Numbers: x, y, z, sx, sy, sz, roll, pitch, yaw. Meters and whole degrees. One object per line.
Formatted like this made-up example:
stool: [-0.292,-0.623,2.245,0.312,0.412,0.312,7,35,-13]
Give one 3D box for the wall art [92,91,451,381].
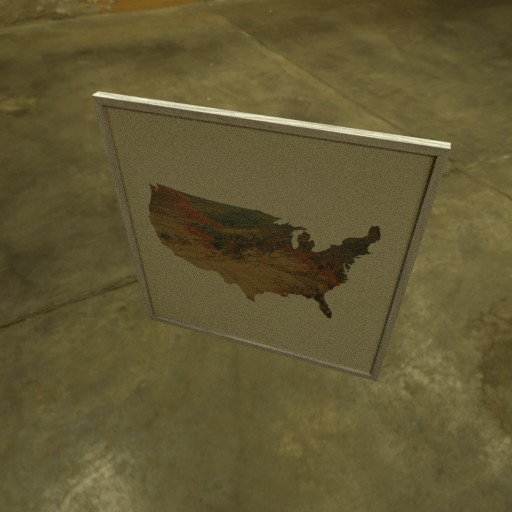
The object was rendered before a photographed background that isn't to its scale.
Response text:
wall art: [0.000,0.000,0.772,0.508,0.507,0.016,13,43,14]
